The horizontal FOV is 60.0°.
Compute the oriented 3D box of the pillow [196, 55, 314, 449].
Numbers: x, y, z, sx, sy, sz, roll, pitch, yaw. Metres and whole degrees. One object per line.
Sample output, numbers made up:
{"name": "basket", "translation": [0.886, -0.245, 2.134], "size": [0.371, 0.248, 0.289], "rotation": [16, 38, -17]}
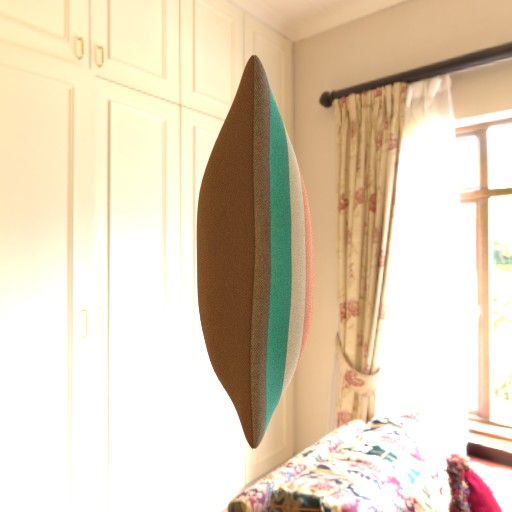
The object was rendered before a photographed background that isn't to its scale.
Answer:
{"name": "pillow", "translation": [0.000, 0.000, 0.710], "size": [0.168, 0.443, 0.453], "rotation": [0, -1, 1]}
